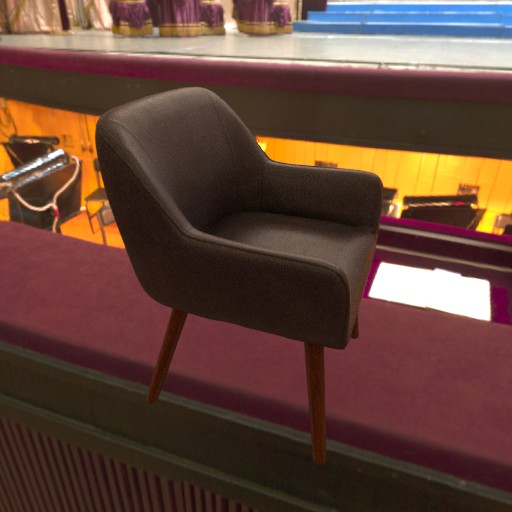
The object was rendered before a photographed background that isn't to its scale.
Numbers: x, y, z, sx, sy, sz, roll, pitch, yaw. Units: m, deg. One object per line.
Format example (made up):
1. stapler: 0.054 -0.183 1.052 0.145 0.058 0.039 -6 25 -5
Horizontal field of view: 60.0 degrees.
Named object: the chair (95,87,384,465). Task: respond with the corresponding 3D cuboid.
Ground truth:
1. chair: 0.000 0.000 1.239 0.610 0.828 0.610 10 31 18
